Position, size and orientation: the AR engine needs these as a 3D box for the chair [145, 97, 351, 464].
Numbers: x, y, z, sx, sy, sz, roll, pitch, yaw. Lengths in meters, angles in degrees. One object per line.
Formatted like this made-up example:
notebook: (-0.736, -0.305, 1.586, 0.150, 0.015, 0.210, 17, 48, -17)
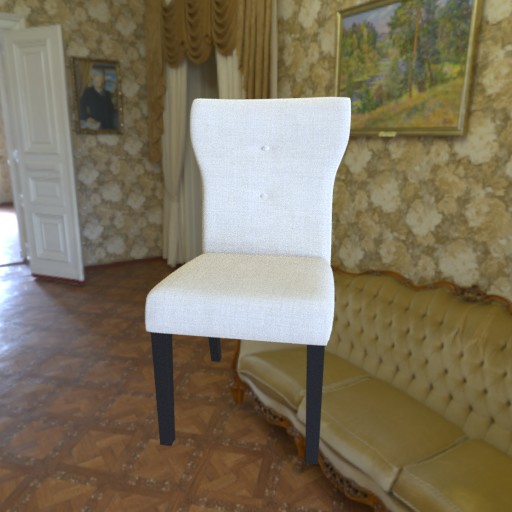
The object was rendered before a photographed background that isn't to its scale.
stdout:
chair: (0.000, 0.000, 1.289, 0.509, 0.921, 0.597, 3, 14, 10)
